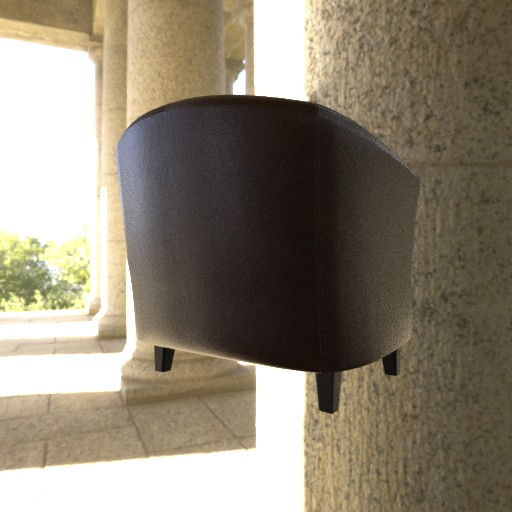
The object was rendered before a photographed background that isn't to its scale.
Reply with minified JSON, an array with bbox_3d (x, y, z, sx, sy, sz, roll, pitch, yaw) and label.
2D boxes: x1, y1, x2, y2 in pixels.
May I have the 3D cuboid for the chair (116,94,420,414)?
[{"bbox_3d":[0.000,0.000,1.355,0.792,0.756,0.727,0,0,38],"label":"chair"}]
